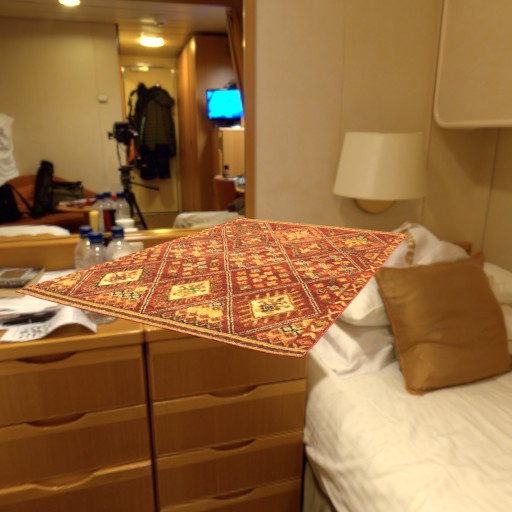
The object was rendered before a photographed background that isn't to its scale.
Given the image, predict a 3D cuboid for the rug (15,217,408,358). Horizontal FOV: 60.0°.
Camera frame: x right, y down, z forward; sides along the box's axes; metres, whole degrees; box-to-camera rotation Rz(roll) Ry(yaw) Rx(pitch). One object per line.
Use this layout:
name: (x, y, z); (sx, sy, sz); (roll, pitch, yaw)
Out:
rug: (0.000, 0.000, 2.833); (1.521, 0.026, 2.286); (8, 17, 26)
